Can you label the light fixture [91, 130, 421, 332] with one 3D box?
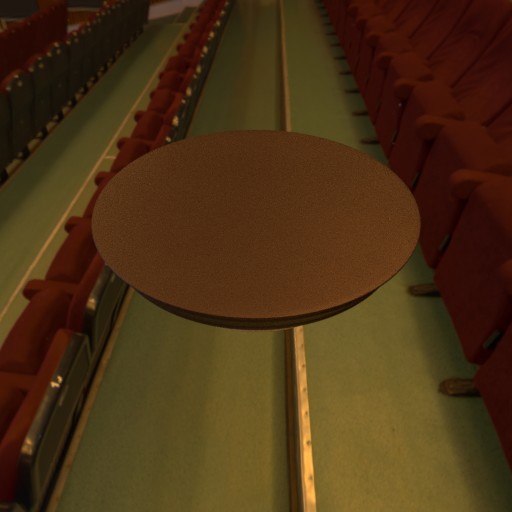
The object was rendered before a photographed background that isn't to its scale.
[{"bbox_3d":[0.000,0.000,0.434,0.280,0.135,0.280,0,40,0],"label":"light fixture"}]
